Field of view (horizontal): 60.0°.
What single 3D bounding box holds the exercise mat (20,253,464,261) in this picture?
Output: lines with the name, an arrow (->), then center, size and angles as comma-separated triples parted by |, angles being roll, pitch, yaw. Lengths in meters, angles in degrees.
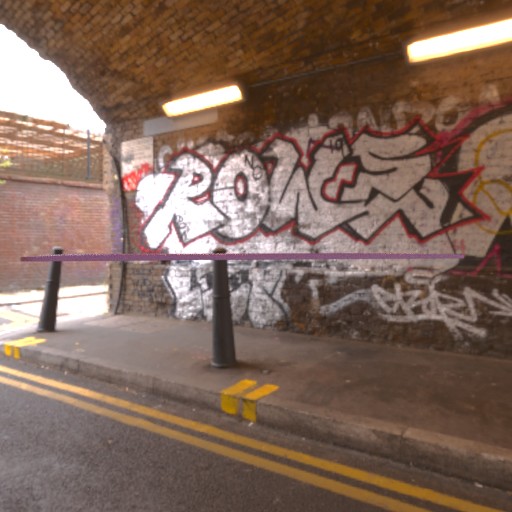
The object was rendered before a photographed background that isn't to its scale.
exercise mat -> 0.000, 0.000, 2.054 | 1.869, 0.021, 0.616 | 0, 1, -18
